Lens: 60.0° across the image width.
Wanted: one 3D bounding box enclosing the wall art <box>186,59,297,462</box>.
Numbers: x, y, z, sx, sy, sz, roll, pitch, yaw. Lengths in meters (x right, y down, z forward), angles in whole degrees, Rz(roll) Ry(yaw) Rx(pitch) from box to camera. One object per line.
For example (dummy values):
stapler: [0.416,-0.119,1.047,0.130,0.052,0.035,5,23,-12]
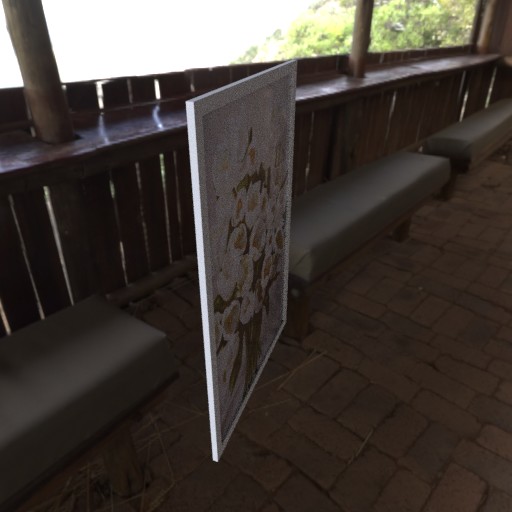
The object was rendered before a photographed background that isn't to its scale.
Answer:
wall art: [0.000,0.000,1.266,0.015,0.965,0.660,10,32,17]
